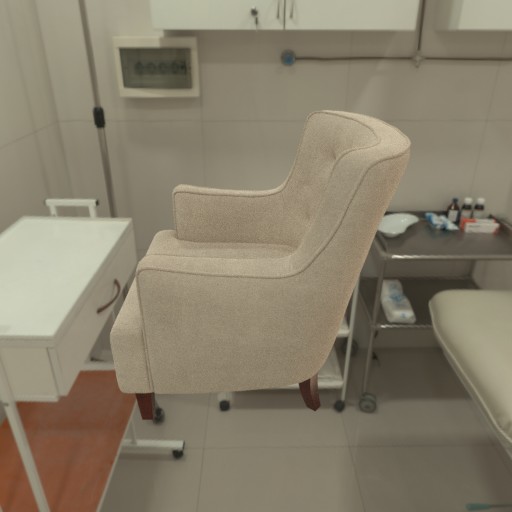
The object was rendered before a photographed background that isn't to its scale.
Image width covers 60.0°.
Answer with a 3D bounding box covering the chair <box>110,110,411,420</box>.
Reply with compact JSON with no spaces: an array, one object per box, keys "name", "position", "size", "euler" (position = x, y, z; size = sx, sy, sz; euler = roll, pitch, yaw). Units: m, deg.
[{"name":"chair","position":[0.000,0.000,1.608],"size":[0.910,0.920,0.781],"euler":[0,27,-1]}]
